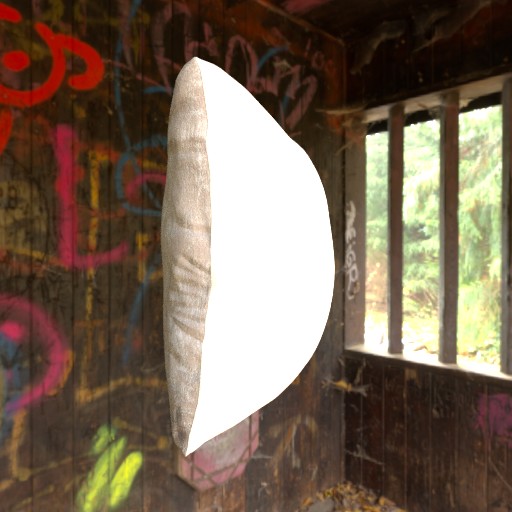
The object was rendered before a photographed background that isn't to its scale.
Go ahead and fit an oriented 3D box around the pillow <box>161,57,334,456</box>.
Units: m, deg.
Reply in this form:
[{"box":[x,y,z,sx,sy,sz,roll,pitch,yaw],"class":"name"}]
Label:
[{"box":[0.000,0.000,0.700,0.245,0.448,0.450,0,0,18],"class":"pillow"}]
